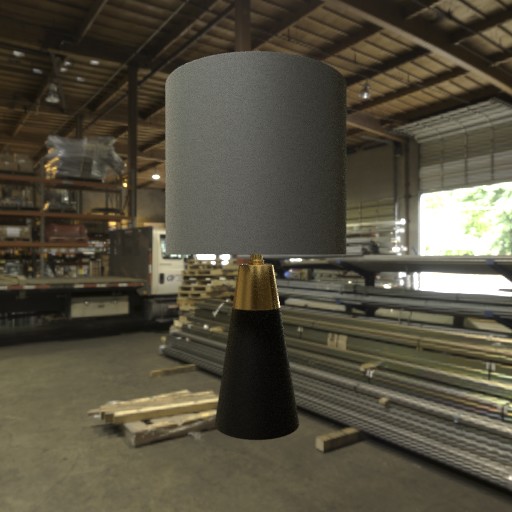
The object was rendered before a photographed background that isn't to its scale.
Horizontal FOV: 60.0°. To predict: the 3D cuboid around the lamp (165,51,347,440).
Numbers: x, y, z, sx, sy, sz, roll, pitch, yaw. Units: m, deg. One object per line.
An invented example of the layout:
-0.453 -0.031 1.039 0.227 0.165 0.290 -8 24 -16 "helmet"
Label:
0.000 0.000 0.769 0.308 0.580 0.308 0 0 -37 "lamp"
